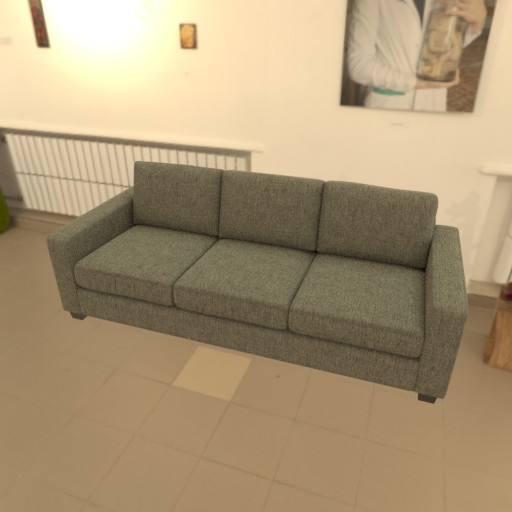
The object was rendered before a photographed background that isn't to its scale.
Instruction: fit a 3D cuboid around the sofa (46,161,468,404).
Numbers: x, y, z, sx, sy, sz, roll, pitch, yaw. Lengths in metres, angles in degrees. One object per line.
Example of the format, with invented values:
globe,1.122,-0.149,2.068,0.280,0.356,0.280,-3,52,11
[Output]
sofa,0.000,0.000,2.555,2.160,0.800,0.900,9,30,17
